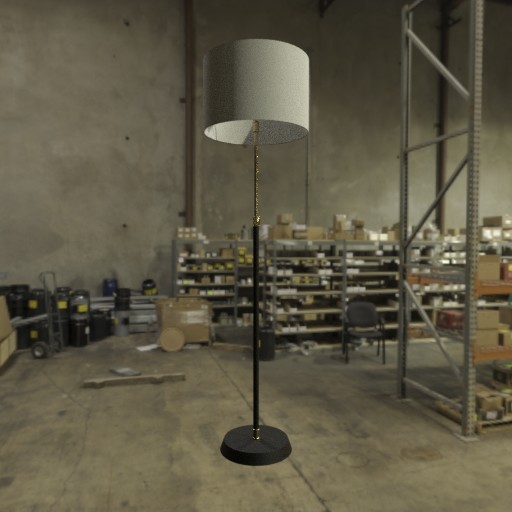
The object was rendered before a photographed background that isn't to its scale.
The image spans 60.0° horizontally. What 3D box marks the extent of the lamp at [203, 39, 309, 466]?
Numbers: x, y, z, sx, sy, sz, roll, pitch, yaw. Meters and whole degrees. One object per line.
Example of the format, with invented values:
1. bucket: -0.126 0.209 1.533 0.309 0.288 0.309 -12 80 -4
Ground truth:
1. lamp: 0.000 0.000 1.727 0.404 1.517 0.404 -1 2 -17
